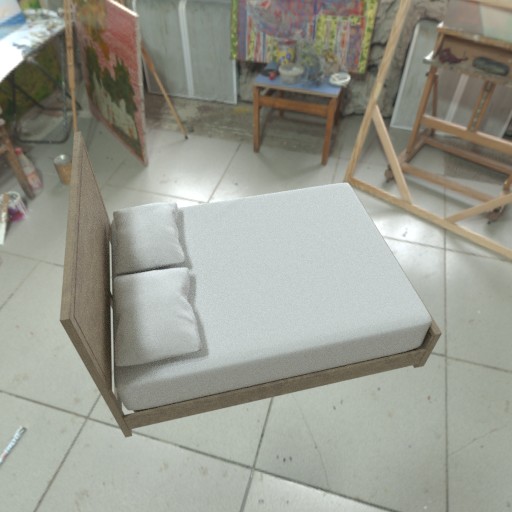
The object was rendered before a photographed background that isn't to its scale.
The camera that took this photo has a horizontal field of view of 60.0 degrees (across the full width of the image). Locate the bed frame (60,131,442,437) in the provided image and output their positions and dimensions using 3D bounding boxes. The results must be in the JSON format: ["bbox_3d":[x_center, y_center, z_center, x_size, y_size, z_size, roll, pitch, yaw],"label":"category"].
[{"bbox_3d":[0.000,0.000,3.191,2.189,1.369,1.606,-10,48,-9],"label":"bed frame"}]
